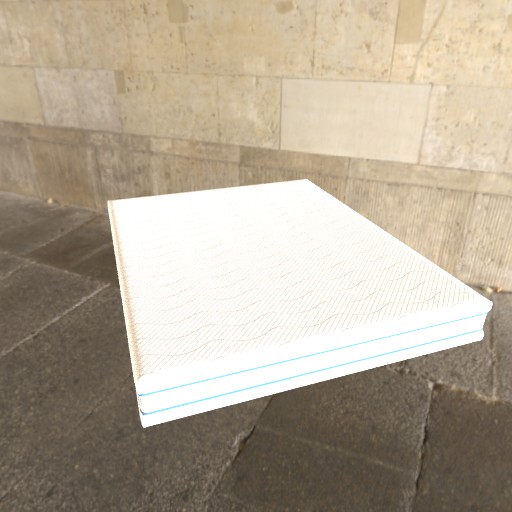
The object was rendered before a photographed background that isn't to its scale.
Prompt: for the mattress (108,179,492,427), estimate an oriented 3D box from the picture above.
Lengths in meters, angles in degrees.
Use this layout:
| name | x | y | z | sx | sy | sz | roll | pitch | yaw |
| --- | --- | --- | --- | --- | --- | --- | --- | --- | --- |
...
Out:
| name | x | y | z | sx | sy | sz | roll | pitch | yaw |
| --- | --- | --- | --- | --- | --- | --- | --- | --- | --- |
| mattress | 0.000 | 0.000 | 2.678 | 1.600 | 0.230 | 2.000 | -9 | 28 | -17 |
